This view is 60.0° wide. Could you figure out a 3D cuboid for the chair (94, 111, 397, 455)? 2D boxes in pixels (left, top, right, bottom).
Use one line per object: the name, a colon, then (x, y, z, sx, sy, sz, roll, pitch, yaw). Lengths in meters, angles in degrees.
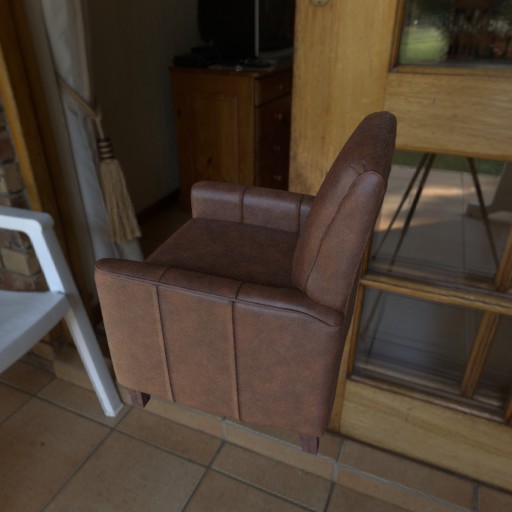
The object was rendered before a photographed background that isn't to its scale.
chair: (0.000, 0.000, 1.620, 0.850, 1.010, 0.839, 9, 31, 15)
